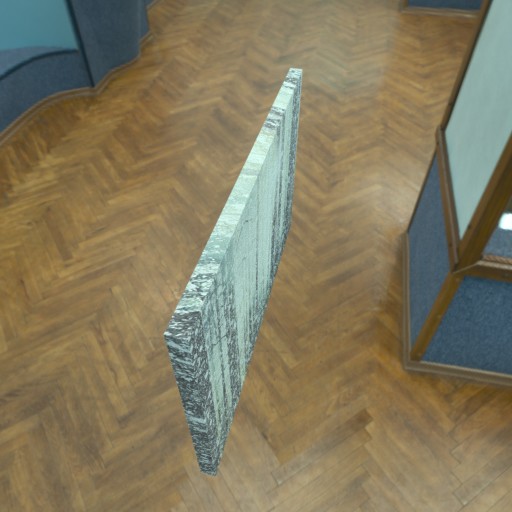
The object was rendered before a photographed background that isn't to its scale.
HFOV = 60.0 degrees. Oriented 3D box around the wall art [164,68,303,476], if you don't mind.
[{"bbox_3d":[0.000,0.000,1.162,0.038,0.598,0.919,11,47,10],"label":"wall art"}]
